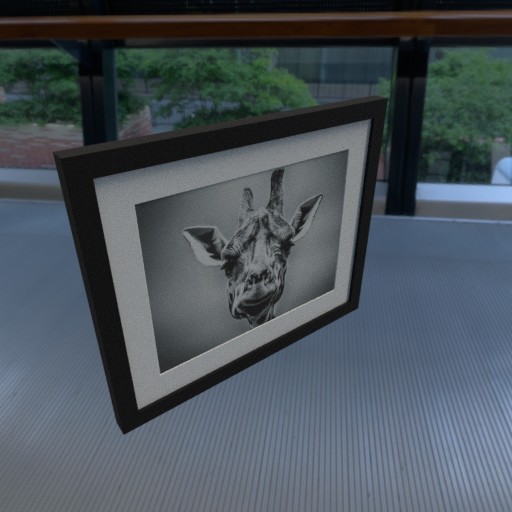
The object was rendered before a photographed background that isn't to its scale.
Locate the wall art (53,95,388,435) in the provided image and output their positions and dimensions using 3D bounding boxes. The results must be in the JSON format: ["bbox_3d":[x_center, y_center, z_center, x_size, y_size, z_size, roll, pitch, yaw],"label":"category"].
[{"bbox_3d":[0.000,0.000,0.755,0.558,0.457,0.031,-21,36,-31],"label":"wall art"}]
